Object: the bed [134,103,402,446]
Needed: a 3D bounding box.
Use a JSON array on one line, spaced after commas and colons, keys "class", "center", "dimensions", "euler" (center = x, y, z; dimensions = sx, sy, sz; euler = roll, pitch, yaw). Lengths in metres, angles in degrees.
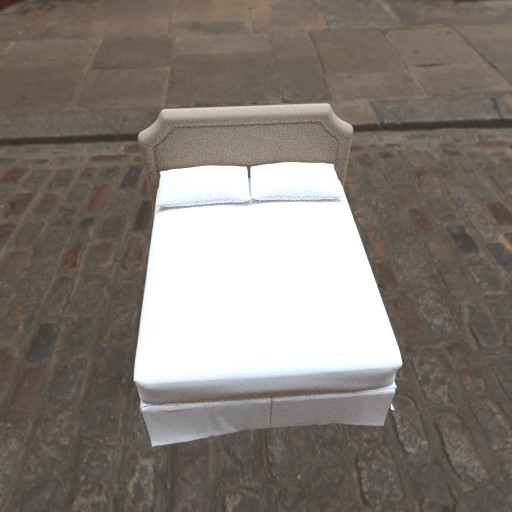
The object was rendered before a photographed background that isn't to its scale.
[{"class": "bed", "center": [0.000, 0.000, 3.315], "dimensions": [1.828, 1.301, 2.204], "euler": [-3, 46, -3]}]
